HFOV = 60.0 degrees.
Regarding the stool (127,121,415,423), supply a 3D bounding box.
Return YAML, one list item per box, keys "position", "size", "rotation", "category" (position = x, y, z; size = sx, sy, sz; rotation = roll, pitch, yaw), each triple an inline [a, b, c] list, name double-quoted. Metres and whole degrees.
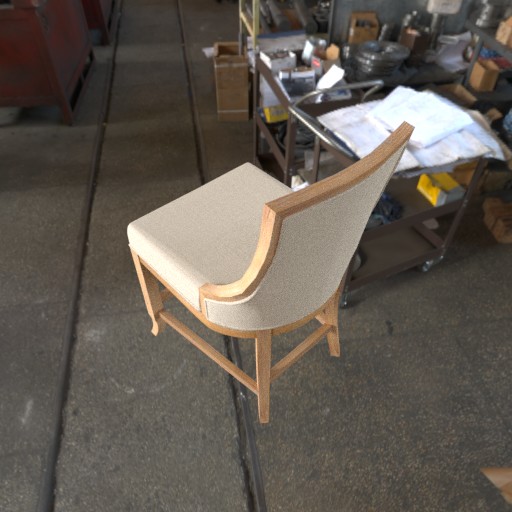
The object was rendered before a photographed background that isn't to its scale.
- position: [0.000, 0.000, 1.350]
  size: [0.524, 0.938, 0.626]
  rotation: [-34, 54, -29]
  category: "stool"
